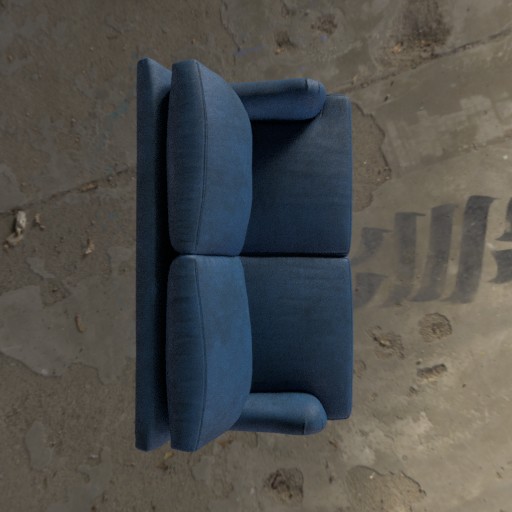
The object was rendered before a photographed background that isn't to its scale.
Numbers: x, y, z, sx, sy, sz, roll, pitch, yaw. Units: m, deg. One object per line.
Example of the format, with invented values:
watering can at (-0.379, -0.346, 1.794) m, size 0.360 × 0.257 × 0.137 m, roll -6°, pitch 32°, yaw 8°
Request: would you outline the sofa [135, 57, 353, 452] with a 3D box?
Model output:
sofa at (0.000, 0.000, 2.442) m, size 1.084 × 1.101 × 1.853 m, roll 0°, pitch 89°, yaw 0°
